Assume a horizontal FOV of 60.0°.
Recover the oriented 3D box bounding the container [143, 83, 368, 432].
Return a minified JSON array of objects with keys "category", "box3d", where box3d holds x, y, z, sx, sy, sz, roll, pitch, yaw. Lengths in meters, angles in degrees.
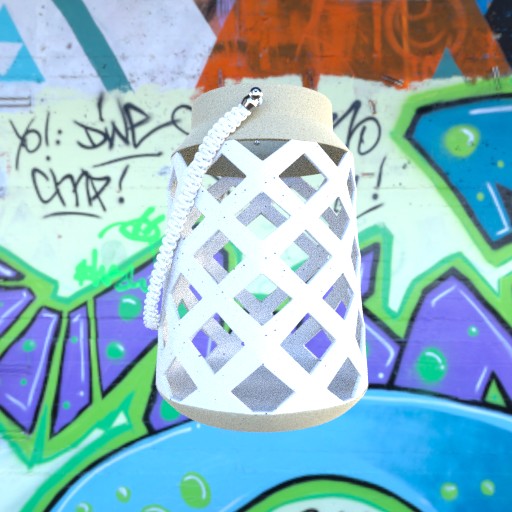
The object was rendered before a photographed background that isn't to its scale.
[{"category":"container","box3d":[0.000,0.000,0.399,0.198,0.264,0.188,0,0,0]}]
